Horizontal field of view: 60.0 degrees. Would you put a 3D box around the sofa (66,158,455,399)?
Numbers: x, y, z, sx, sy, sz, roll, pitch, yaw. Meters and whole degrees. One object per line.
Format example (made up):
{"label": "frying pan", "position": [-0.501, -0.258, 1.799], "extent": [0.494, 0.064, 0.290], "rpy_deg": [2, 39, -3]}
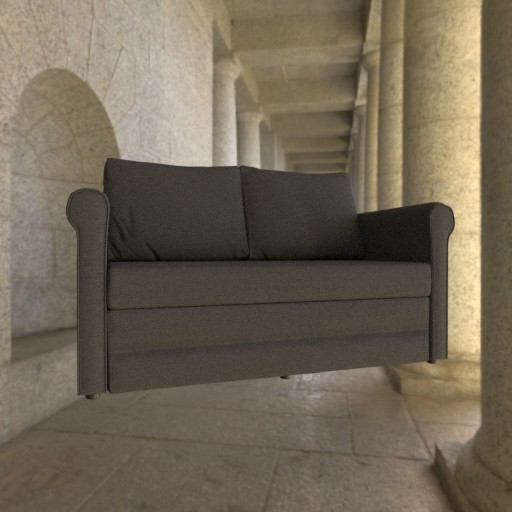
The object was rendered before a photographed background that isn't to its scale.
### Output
{"label": "sofa", "position": [0.000, 0.000, 1.893], "extent": [1.460, 0.872, 0.741], "rpy_deg": [0, 1, -19]}
